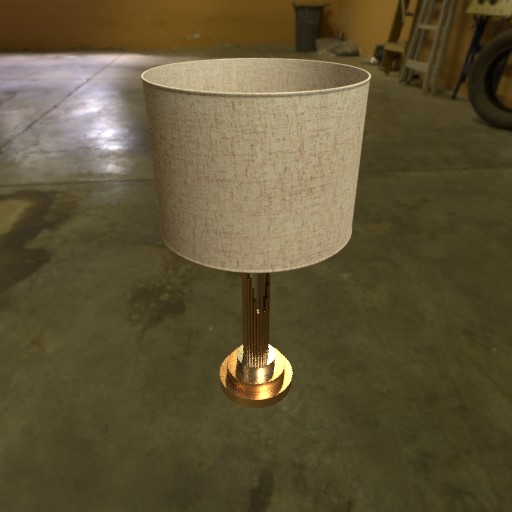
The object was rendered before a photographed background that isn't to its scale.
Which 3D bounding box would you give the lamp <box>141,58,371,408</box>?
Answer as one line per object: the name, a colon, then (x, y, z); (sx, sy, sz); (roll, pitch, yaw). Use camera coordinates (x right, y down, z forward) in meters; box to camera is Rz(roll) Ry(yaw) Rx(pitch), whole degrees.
lamp: (0.000, 0.000, 0.788); (0.321, 0.610, 0.321); (22, 37, 33)
